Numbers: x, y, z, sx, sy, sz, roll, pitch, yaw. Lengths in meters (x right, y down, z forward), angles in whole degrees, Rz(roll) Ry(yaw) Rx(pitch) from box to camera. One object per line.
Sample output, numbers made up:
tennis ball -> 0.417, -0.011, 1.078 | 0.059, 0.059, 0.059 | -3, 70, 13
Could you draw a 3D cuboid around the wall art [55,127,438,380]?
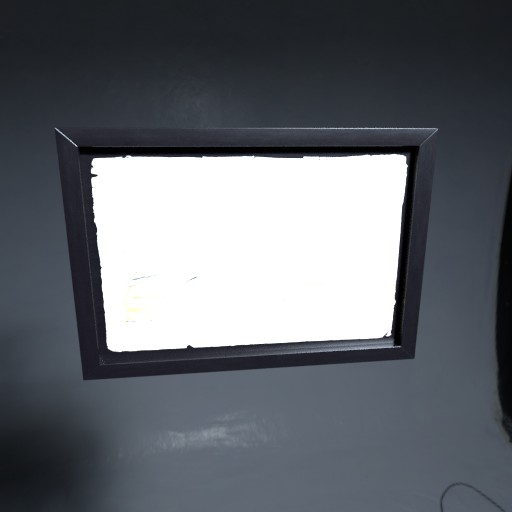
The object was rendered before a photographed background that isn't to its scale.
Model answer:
wall art -> 0.000, 0.000, 0.552 | 0.440, 0.306, 0.013 | -2, 15, -7
